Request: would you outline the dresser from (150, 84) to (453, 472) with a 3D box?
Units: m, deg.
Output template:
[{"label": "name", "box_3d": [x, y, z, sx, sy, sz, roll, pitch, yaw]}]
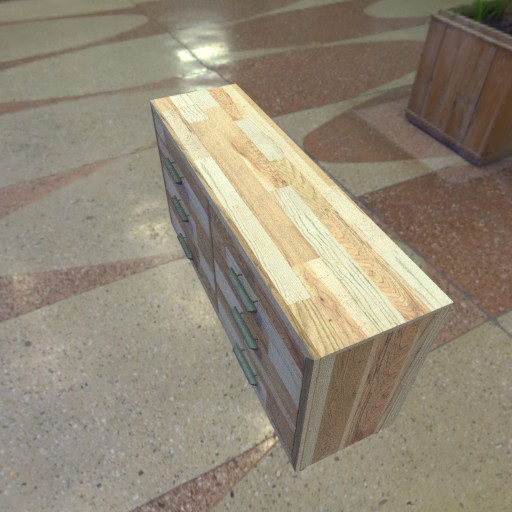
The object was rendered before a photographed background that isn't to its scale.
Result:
[{"label": "dresser", "box_3d": [0.000, 0.000, 1.941, 0.487, 0.834, 1.547, -18, 48, -17]}]
